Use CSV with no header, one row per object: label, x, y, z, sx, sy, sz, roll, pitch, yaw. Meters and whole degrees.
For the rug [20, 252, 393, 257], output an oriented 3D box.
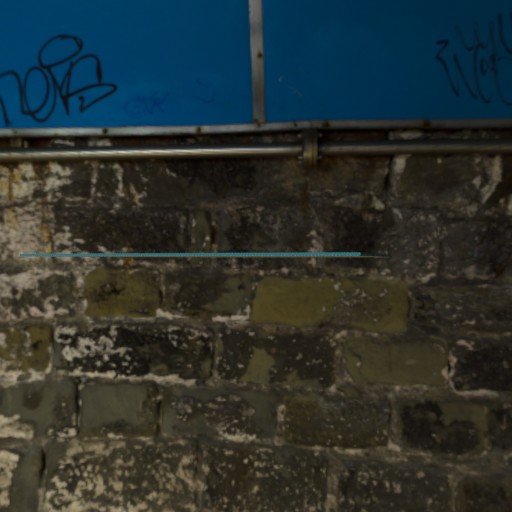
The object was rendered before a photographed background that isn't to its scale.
rug,0.000,0.000,2.880,1.594,0.013,2.213,0,0,20
